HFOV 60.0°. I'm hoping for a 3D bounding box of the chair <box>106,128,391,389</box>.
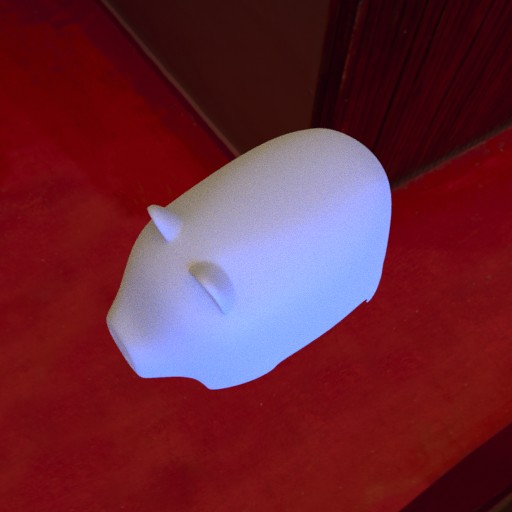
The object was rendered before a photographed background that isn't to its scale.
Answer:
[{"bbox_3d":[0.000,0.000,0.875,0.619,0.423,0.364,-34,69,-15],"label":"chair"}]
